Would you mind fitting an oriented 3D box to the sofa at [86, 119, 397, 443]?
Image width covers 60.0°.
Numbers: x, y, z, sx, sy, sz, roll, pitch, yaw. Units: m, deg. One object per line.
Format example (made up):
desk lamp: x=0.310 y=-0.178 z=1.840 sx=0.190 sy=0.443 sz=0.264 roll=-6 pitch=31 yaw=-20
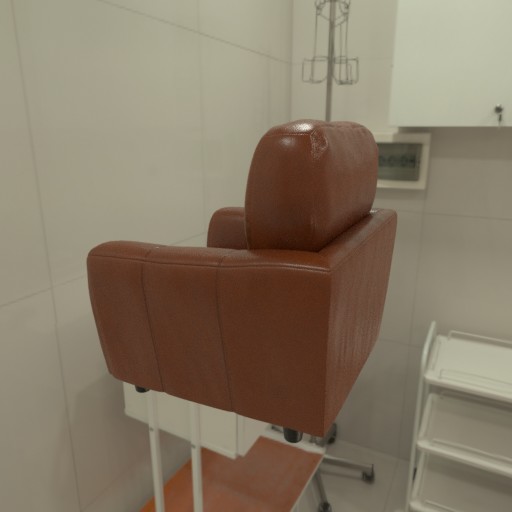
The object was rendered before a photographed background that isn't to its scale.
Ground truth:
sofa: x=0.000 y=0.000 z=1.503 sx=0.789 sy=0.876 sz=0.836 roll=8 pitch=18 yaw=26
